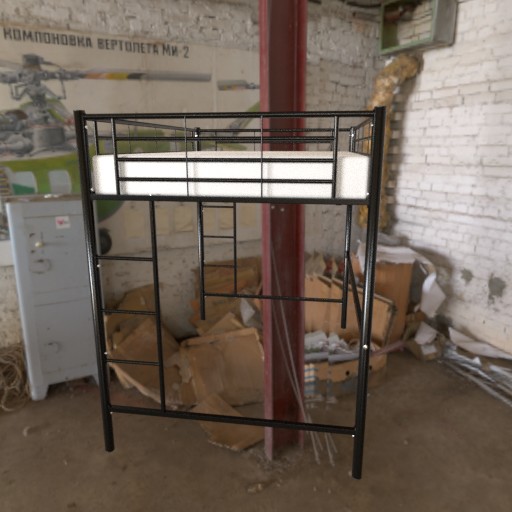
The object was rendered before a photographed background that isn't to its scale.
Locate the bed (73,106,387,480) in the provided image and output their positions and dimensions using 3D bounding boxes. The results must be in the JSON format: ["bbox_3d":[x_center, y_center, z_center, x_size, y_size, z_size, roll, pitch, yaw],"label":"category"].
[{"bbox_3d":[0.000,0.000,3.083,1.397,1.803,1.994,2,14,9],"label":"bed"}]
